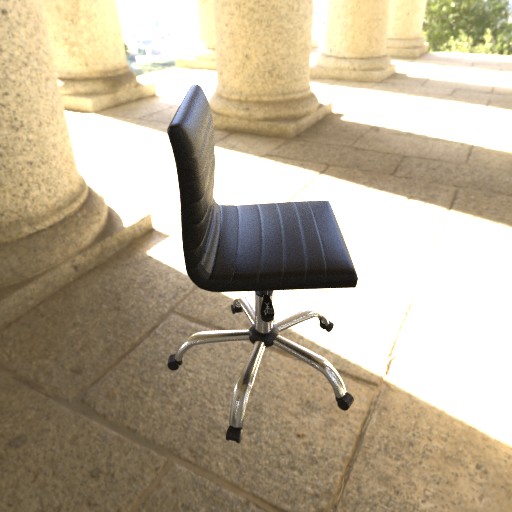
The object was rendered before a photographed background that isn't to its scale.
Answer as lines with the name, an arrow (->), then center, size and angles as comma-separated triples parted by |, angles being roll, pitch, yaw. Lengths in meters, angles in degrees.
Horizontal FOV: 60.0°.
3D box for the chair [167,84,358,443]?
chair -> 0.000, 0.000, 1.143 | 0.530, 0.780, 0.556 | -1, 32, -1
